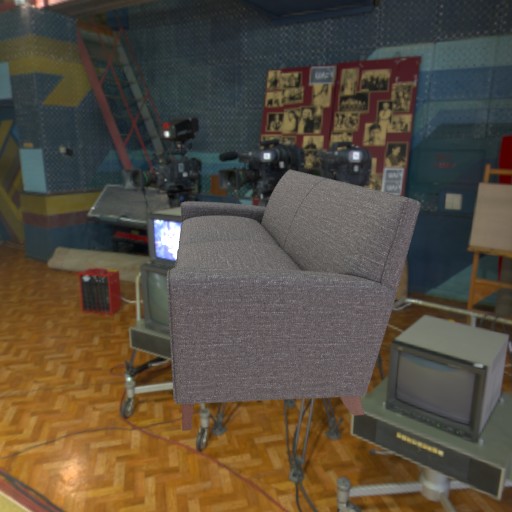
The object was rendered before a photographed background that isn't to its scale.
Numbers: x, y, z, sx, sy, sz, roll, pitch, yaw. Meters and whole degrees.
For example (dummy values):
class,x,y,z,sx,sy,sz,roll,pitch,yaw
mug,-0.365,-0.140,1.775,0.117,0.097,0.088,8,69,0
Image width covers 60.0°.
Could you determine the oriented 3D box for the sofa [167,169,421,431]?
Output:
class,x,y,z,sx,sy,sz,roll,pitch,yaw
sofa,0.000,0.000,2.465,0.875,0.846,1.976,-2,14,-8
